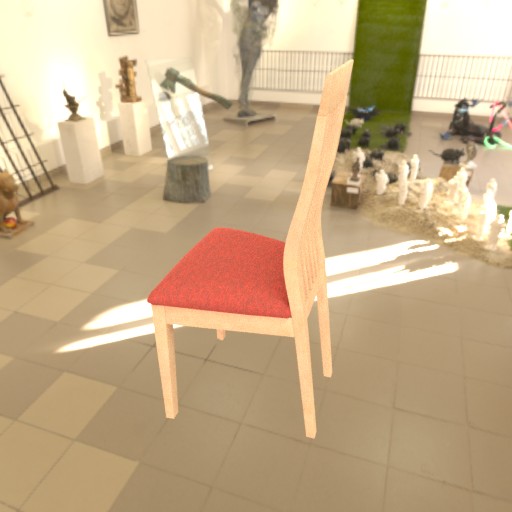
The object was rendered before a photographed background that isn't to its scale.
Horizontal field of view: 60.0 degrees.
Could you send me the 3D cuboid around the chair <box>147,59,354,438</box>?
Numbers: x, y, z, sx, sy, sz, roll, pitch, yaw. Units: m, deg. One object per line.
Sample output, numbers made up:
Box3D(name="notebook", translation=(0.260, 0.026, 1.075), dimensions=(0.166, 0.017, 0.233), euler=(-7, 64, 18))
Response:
Box3D(name="chair", translation=(0.000, 0.000, 1.277), dimensions=(0.474, 1.027, 0.460), euler=(9, 30, 16))
